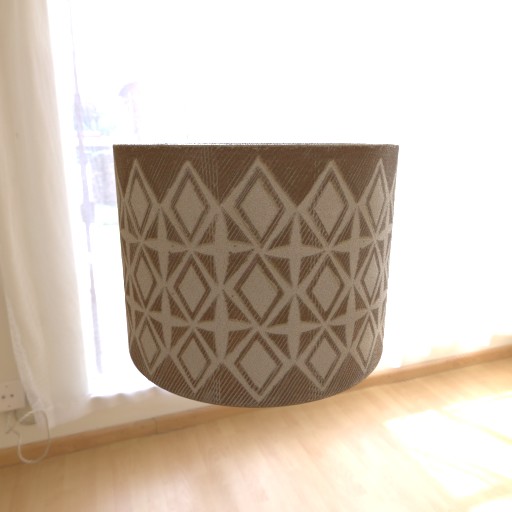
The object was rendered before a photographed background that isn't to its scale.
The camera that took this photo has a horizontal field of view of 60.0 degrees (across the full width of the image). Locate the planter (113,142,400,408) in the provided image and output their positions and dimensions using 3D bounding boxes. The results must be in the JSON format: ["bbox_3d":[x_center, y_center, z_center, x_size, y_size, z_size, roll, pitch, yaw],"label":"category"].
[{"bbox_3d":[0.000,0.000,0.333,0.193,0.165,0.193,0,15,0],"label":"planter"}]
